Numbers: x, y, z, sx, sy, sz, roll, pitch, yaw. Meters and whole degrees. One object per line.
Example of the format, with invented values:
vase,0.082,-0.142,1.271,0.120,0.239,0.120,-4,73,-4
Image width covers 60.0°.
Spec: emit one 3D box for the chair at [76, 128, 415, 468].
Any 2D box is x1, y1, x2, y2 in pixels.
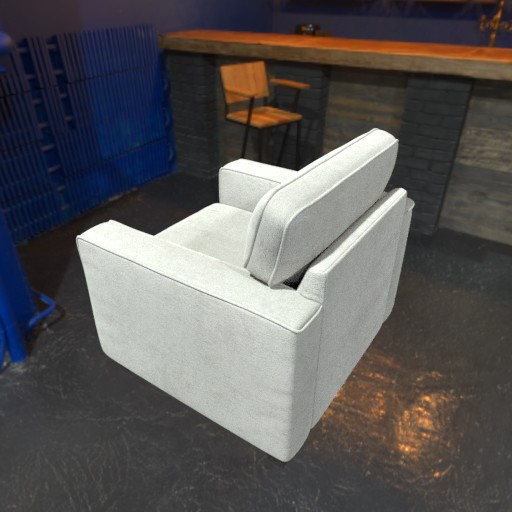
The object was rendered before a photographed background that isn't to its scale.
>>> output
chair,0.000,0.000,1.797,0.939,0.965,1.015,20,37,29
